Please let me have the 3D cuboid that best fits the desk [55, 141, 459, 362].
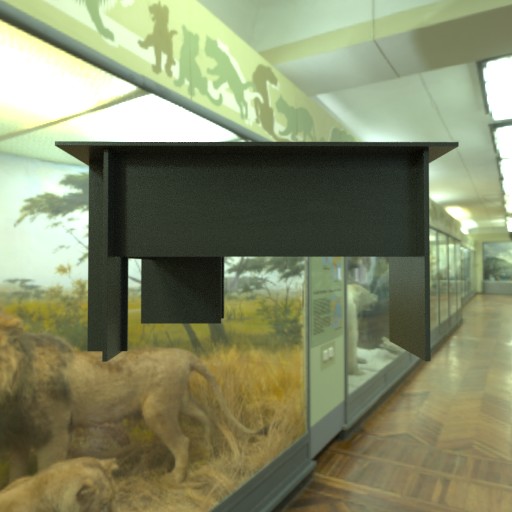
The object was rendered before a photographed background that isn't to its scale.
[{"bbox_3d":[0.000,0.000,2.103,1.303,0.716,1.361,0,-1,0],"label":"desk"}]
